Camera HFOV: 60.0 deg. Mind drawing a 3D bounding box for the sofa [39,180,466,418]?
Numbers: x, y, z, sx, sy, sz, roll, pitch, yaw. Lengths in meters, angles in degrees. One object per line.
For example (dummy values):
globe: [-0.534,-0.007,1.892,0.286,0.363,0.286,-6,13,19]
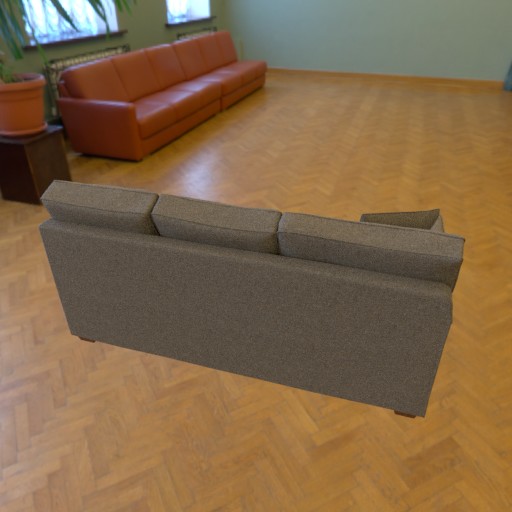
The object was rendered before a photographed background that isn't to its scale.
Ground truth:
sofa: [0.000,0.000,2.492,1.963,0.946,1.034,9,33,15]
